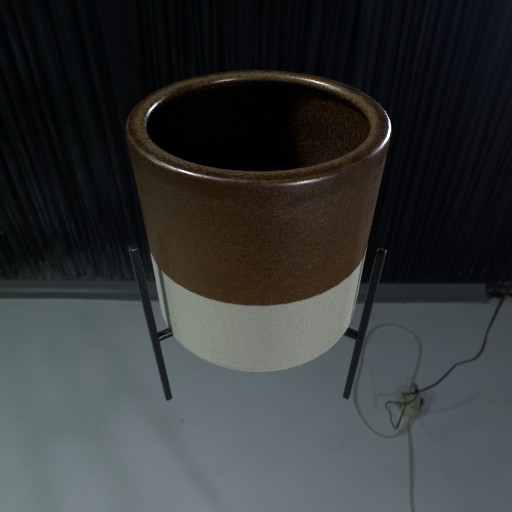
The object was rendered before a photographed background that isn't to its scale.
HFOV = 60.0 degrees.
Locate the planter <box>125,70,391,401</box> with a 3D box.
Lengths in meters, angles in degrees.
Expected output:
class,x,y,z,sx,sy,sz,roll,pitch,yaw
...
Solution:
class,x,y,z,sx,sy,sz,roll,pitch,yaw
planter,0.000,0.000,0.548,0.255,0.375,0.269,-1,41,-1
